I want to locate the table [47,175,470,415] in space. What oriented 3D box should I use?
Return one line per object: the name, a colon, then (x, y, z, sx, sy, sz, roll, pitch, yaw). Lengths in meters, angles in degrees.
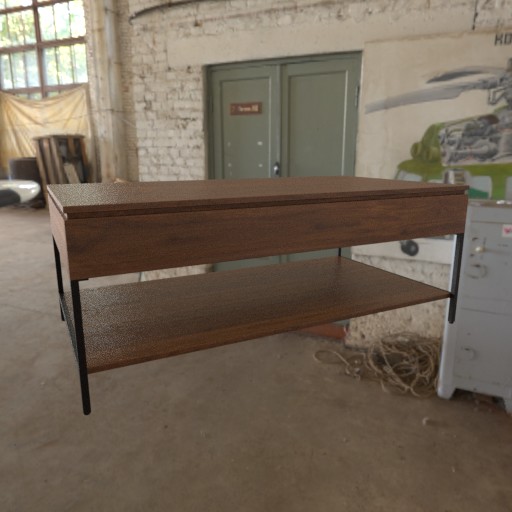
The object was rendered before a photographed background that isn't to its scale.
table: (0.000, 0.000, 1.307, 1.057, 0.414, 0.574, -7, 15, -26)
